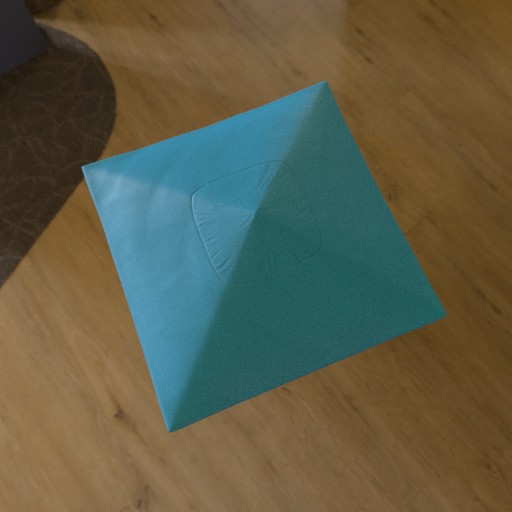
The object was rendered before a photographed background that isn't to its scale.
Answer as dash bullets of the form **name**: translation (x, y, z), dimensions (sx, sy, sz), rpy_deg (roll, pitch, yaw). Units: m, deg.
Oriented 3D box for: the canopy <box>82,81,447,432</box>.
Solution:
- **canopy**: translation (0.000, 0.000, 5.402), dimensions (2.996, 2.997, 2.998), rpy_deg (-21, 76, -6)
